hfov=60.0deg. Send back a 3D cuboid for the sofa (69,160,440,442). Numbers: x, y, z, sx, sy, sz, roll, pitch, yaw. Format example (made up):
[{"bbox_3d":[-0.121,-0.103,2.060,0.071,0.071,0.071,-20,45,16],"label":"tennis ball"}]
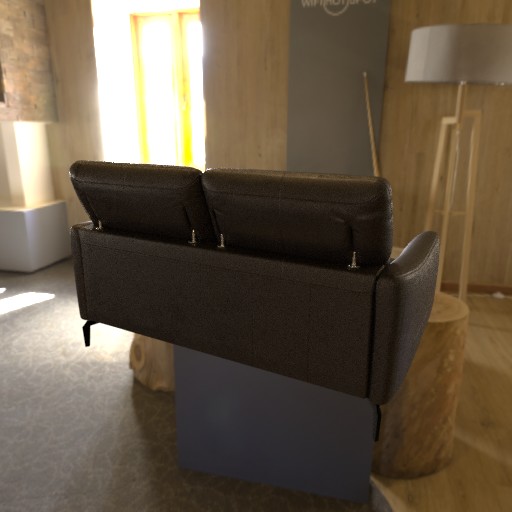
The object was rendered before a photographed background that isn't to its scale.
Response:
[{"bbox_3d":[0.000,0.000,2.145,1.596,0.920,0.958,9,19,27],"label":"sofa"}]
